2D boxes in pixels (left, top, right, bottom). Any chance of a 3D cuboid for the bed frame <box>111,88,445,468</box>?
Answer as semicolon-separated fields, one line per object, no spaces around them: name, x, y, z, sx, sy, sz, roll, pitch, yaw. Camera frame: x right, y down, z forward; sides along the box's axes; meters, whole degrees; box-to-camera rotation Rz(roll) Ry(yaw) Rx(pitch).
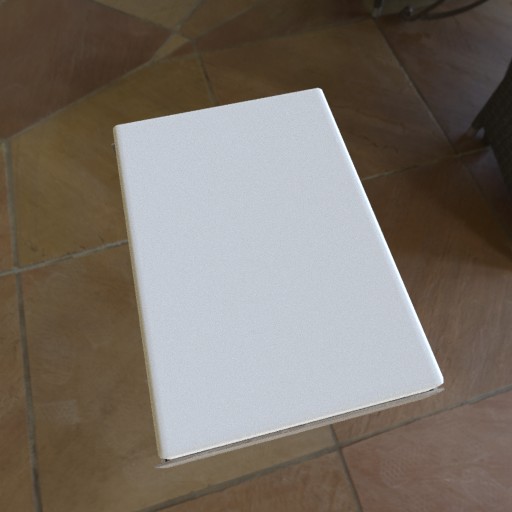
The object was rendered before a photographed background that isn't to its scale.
bed frame;0.000;0.000;2.591;1.445;0.497;1.945;-13;65;-6
